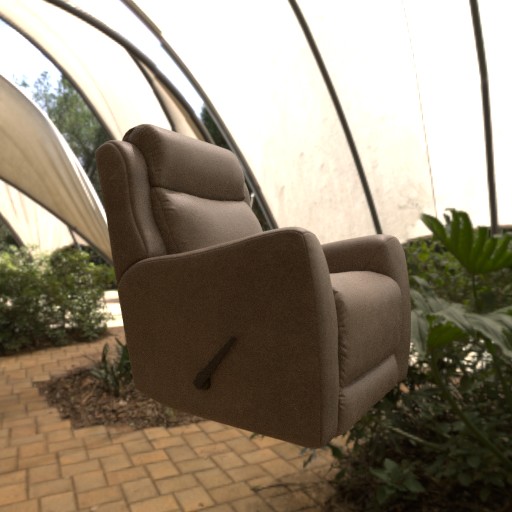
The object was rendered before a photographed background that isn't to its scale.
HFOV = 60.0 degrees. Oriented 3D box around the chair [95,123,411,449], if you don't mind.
[{"bbox_3d":[0.000,0.000,1.872,1.068,1.116,0.967,0,0,34],"label":"chair"}]
